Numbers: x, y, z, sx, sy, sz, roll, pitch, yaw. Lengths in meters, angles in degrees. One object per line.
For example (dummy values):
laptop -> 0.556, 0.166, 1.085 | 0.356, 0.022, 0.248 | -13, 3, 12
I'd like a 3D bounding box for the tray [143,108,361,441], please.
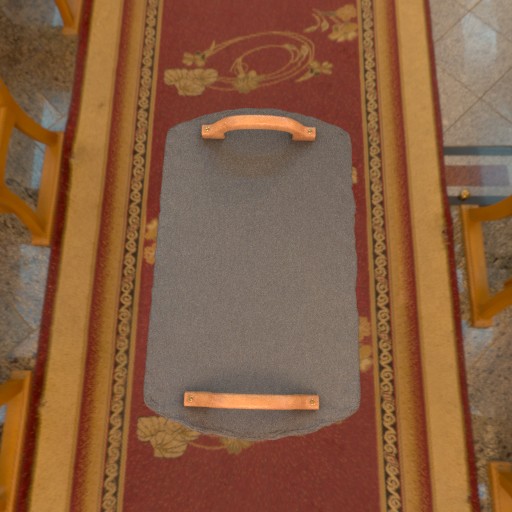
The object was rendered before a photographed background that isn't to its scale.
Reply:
tray -> 0.000, 0.000, 0.497 | 0.231, 0.062, 0.387 | 1, 74, 0
